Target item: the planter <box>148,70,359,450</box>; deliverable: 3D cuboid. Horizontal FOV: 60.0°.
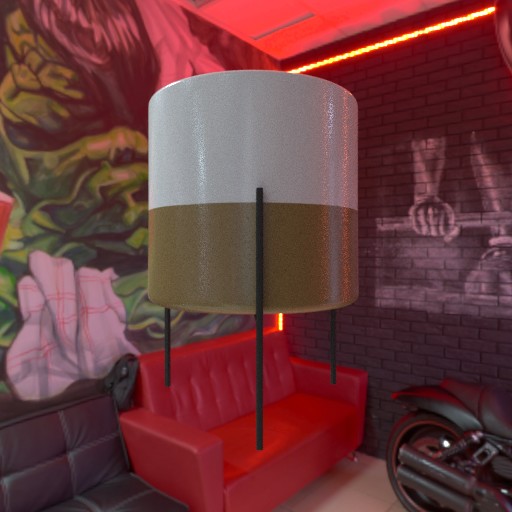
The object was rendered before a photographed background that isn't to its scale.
[{"bbox_3d":[0.000,0.000,0.654,0.310,0.432,0.310,0,1,-18],"label":"planter"}]
